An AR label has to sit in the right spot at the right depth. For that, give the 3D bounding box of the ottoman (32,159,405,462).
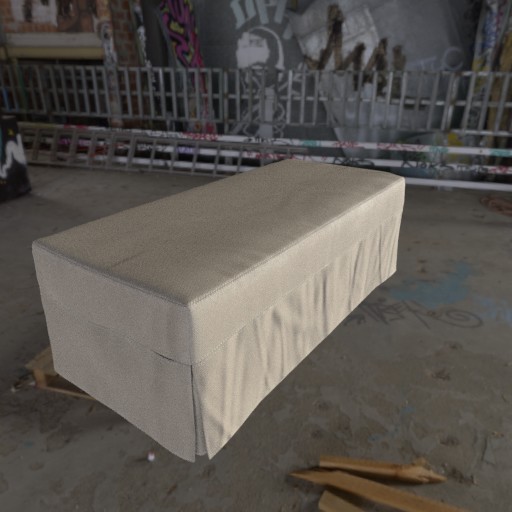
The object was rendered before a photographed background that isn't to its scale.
[{"bbox_3d":[0.000,0.000,1.656,0.665,0.457,1.388,17,29,32],"label":"ottoman"}]
